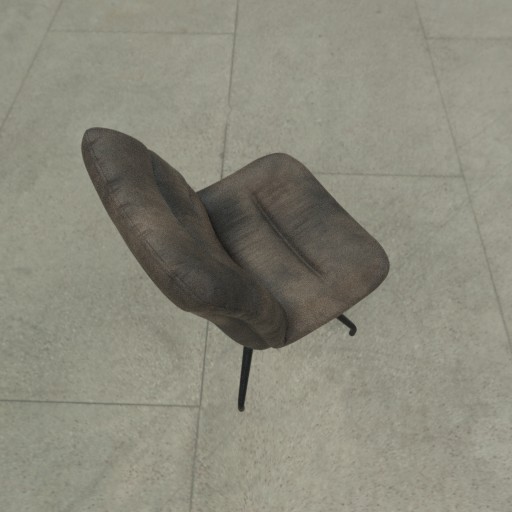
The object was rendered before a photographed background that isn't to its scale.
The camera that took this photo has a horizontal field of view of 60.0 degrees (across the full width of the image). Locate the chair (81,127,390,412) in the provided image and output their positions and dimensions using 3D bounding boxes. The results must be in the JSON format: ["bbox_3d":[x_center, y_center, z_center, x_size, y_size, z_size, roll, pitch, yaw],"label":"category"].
[{"bbox_3d":[0.000,0.000,1.240,0.622,0.870,0.549,-30,63,-17],"label":"chair"}]
